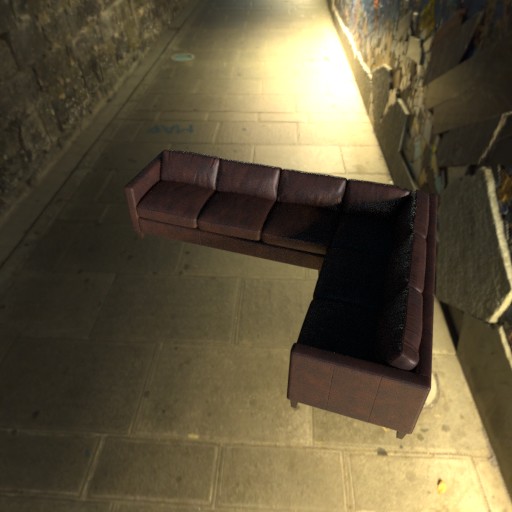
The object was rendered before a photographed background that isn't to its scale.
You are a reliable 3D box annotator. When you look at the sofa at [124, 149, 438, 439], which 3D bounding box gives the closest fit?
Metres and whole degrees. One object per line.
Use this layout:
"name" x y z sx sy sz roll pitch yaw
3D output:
"sofa" 0.000 0.000 4.238 3.152 0.836 2.438 12 41 14
